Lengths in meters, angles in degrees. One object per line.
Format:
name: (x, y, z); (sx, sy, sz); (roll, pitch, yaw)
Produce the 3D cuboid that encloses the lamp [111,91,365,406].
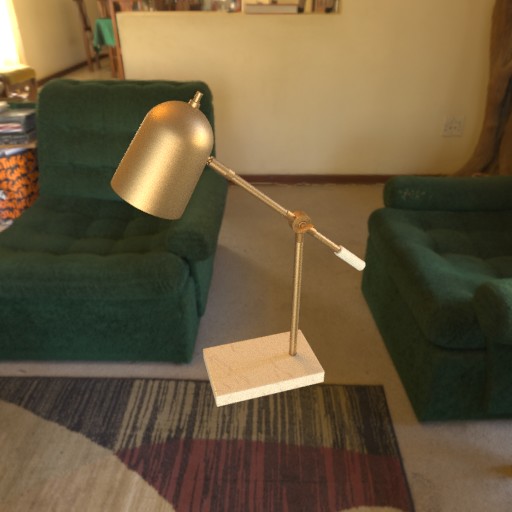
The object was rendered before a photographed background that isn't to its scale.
lamp: (0.000, 0.000, 0.836); (0.471, 0.603, 0.144); (-9, 32, -14)
